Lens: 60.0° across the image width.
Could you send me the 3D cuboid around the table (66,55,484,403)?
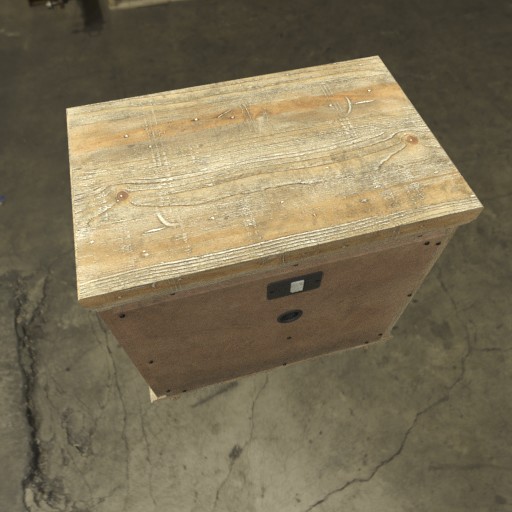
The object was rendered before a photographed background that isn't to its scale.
[{"bbox_3d":[0.000,0.000,1.121,0.686,0.711,0.457,-13,58,-8],"label":"table"}]
